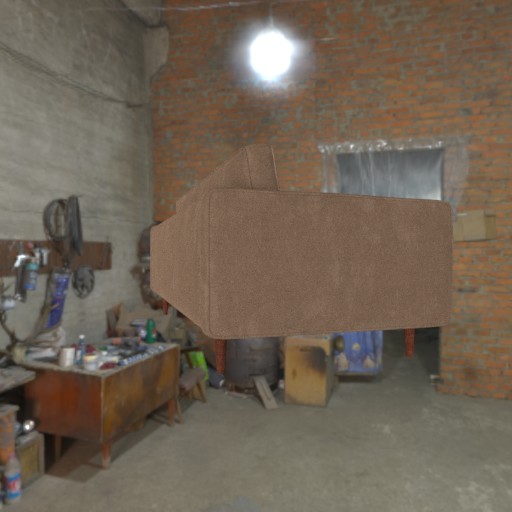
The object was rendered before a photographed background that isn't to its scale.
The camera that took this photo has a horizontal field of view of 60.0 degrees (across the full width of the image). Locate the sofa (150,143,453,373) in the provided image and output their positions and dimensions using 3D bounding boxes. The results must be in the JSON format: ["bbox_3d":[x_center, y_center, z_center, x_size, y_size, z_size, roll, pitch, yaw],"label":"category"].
[{"bbox_3d":[0.000,0.000,2.304,0.920,0.769,1.883,0,0,-18],"label":"sofa"}]
